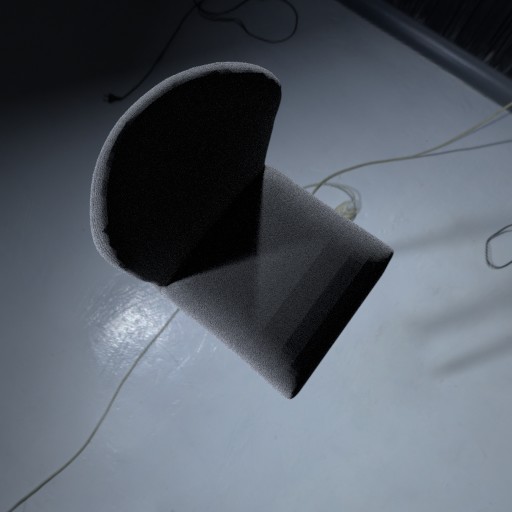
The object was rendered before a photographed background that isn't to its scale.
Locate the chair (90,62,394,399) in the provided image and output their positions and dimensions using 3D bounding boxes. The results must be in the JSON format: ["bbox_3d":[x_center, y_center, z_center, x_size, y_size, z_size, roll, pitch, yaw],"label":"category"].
[{"bbox_3d":[0.000,0.000,1.170,0.589,0.839,0.491,37,78,9],"label":"chair"}]
